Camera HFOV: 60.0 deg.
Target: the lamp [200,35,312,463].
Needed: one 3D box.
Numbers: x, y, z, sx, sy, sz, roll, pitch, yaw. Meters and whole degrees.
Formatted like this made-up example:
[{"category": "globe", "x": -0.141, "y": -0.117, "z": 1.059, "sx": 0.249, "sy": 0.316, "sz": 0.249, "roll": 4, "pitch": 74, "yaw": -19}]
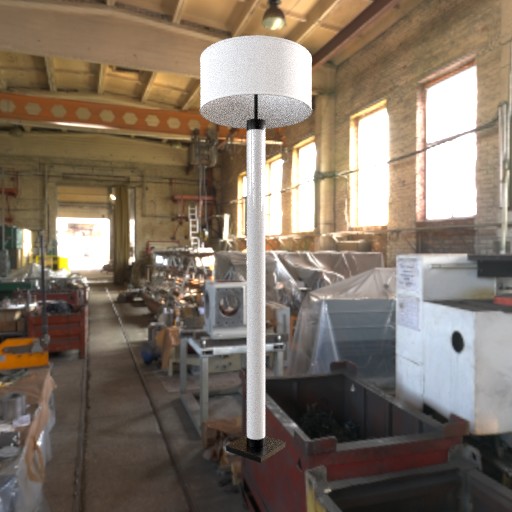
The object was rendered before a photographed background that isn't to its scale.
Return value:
[{"category": "lamp", "x": 0.000, "y": 0.000, "z": 1.677, "sx": 0.420, "sy": 1.475, "sz": 0.420, "roll": 0, "pitch": 1, "yaw": 36}]
